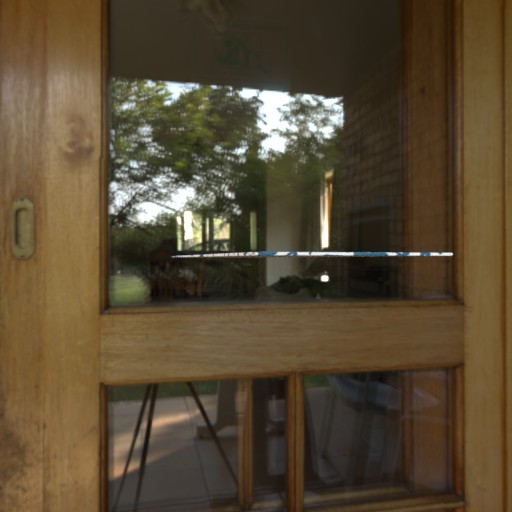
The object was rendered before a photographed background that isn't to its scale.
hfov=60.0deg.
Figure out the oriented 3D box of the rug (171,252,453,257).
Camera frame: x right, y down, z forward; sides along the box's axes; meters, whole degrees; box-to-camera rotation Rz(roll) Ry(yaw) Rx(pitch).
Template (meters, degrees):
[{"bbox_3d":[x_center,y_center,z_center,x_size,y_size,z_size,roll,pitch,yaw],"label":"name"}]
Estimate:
[{"bbox_3d":[0.000,0.000,2.657,0.750,0.011,2.435,0,0,-17],"label":"rug"}]
